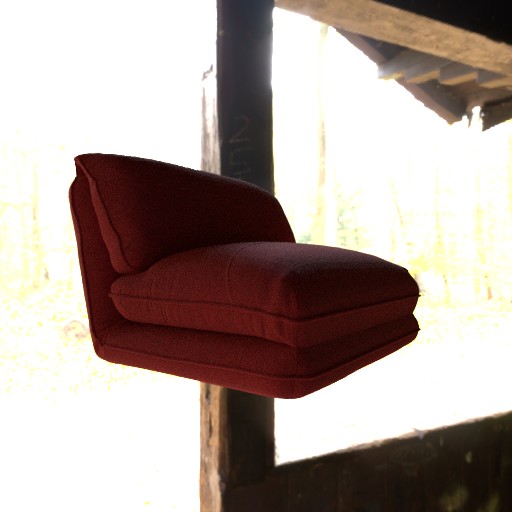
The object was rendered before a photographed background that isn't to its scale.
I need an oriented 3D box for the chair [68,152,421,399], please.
[{"bbox_3d":[0.000,0.000,1.336,0.780,0.580,0.820,-1,-1,35],"label":"chair"}]
